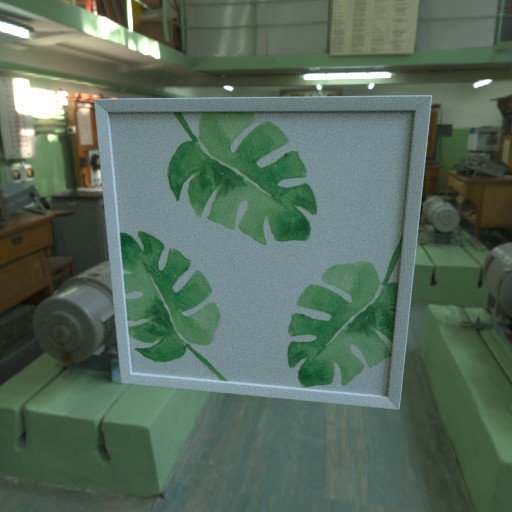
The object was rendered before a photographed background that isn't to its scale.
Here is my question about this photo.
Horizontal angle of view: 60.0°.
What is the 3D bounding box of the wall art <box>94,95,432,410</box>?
[{"bbox_3d":[0.000,0.000,0.455,0.305,0.305,0.038,3,16,9],"label":"wall art"}]
